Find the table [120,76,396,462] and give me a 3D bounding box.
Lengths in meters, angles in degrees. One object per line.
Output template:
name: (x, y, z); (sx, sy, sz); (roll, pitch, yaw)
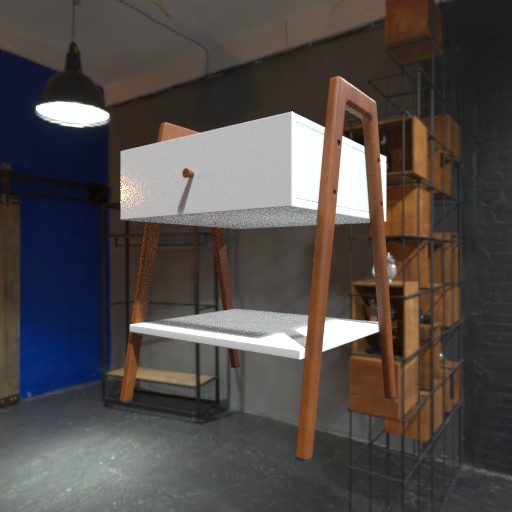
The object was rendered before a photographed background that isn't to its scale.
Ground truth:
table: (0.000, 0.000, 0.932); (0.457, 0.610, 0.405); (0, 0, 37)
